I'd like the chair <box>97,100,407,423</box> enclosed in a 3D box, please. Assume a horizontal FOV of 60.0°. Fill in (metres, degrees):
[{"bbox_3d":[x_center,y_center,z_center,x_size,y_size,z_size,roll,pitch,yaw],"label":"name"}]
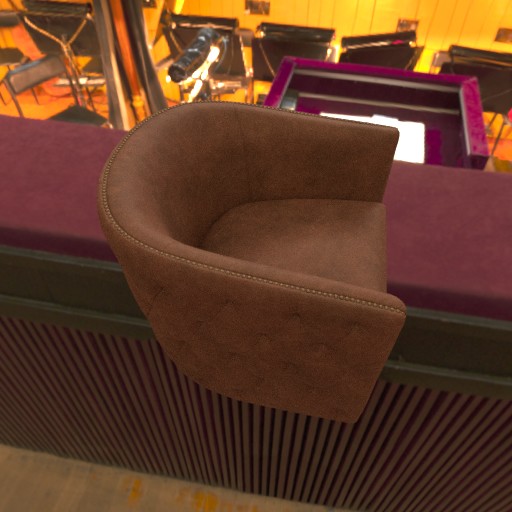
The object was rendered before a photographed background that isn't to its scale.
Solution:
[{"bbox_3d":[0.000,0.000,1.547,0.870,0.790,0.850,8,48,8],"label":"chair"}]
